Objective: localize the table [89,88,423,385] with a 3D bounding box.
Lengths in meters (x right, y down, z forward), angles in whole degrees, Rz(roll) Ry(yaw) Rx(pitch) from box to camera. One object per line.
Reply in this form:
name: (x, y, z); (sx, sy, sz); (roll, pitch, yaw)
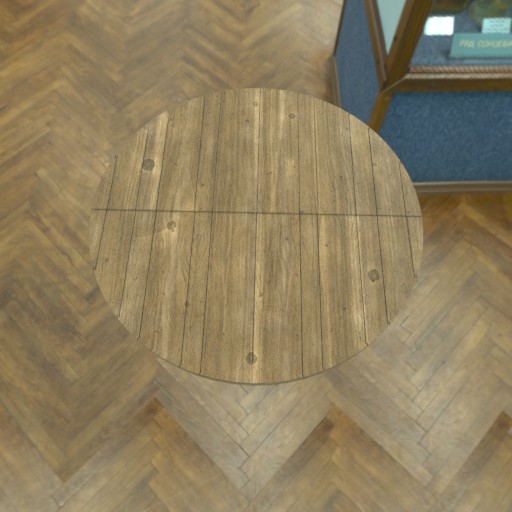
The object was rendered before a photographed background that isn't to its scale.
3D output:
table: (0.000, 0.000, 1.973); (1.213, 0.764, 1.213); (0, 66, 0)
